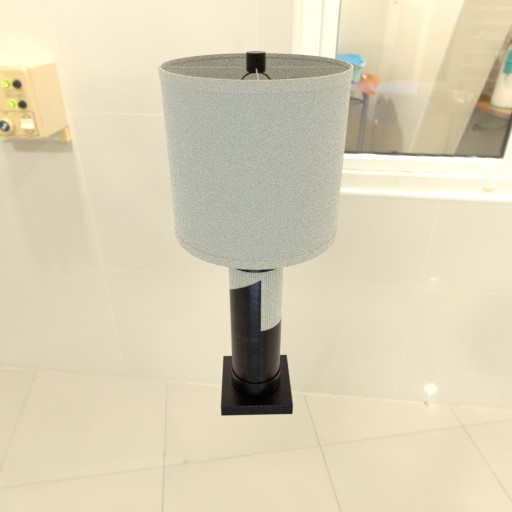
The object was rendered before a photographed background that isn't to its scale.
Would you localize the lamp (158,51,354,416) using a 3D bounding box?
[{"bbox_3d":[0.000,0.000,0.606,0.211,0.509,0.211,-1,31,-1],"label":"lamp"}]
